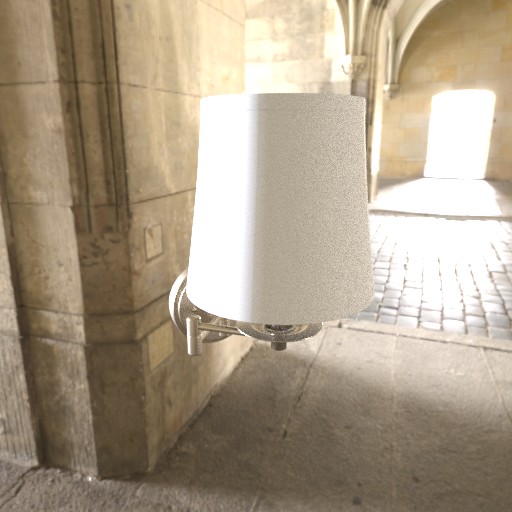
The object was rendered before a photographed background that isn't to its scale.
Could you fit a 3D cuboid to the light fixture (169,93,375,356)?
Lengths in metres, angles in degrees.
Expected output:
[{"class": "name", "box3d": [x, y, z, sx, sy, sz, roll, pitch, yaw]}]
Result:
[{"class": "light fixture", "box3d": [0.000, 0.000, 0.585, 0.223, 0.381, 0.348, -8, 17, -26]}]
